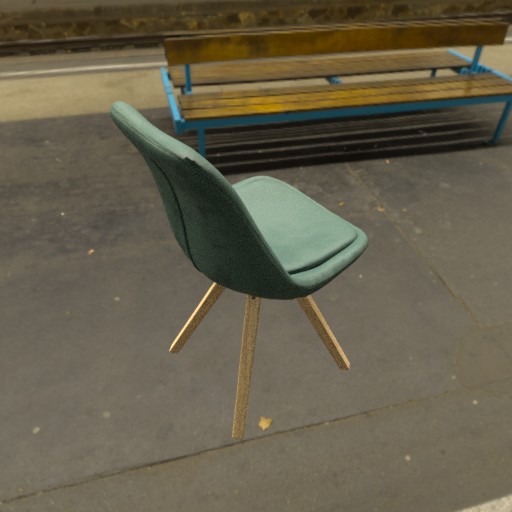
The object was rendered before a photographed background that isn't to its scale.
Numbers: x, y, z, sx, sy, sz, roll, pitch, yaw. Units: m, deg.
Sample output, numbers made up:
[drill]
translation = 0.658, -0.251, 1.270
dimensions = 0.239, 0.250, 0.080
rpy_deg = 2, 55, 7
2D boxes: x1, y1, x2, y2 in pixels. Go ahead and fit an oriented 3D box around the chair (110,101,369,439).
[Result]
[chair]
translation = 0.000, 0.000, 1.191
dimensions = 0.547, 0.865, 0.483
rpy_deg = -25, 45, -27
